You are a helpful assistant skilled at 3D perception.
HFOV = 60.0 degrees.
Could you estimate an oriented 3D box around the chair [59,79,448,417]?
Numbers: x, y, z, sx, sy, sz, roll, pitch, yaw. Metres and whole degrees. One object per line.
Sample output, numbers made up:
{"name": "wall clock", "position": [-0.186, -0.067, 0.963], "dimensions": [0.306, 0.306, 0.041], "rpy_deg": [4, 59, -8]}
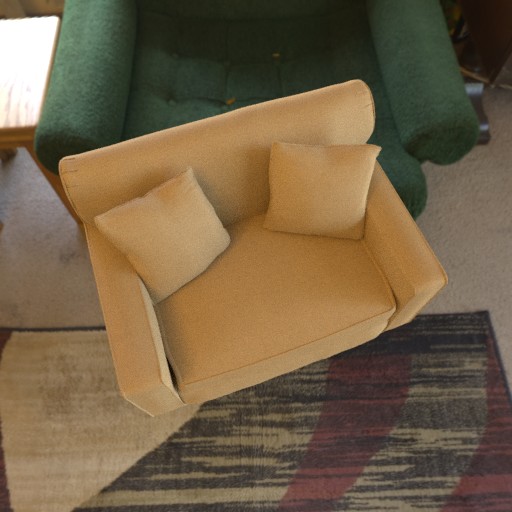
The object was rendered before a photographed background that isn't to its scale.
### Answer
{"name": "chair", "position": [0.000, 0.000, 2.058], "dimensions": [1.383, 0.948, 1.000], "rpy_deg": [-18, 64, -9]}
